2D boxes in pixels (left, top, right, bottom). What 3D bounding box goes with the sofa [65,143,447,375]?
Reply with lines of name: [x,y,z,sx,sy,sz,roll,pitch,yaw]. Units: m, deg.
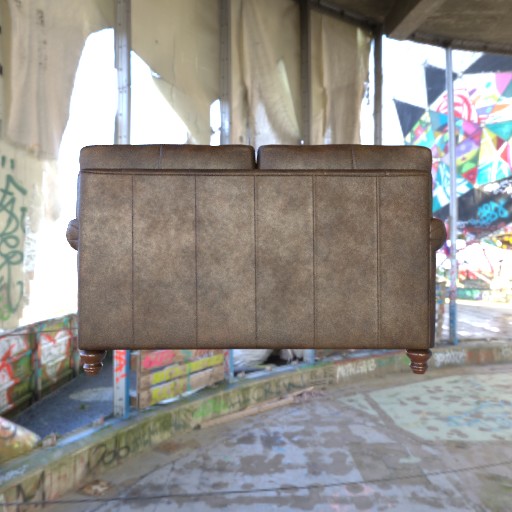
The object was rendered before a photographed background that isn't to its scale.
sofa: [0.000,0.000,2.245,1.616,0.976,0.990,0,-1,-1]
